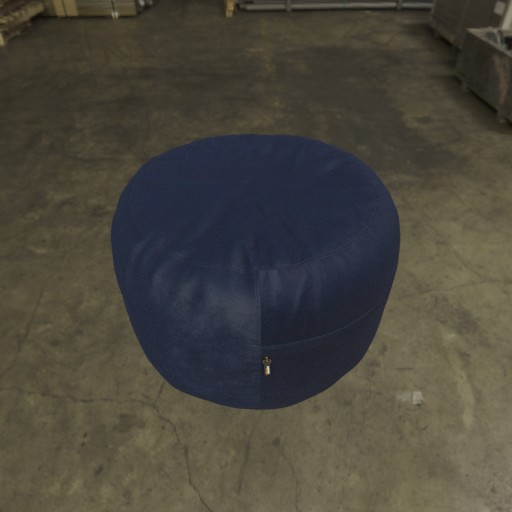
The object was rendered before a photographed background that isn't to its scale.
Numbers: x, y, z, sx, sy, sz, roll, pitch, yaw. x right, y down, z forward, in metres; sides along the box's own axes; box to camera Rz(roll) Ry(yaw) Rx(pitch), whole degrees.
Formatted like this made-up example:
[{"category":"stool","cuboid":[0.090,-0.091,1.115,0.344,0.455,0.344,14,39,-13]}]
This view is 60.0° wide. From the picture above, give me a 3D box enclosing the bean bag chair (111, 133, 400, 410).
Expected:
[{"category":"bean bag chair","cuboid":[0.000,0.000,2.014,1.219,0.762,1.219,0,41,0]}]
